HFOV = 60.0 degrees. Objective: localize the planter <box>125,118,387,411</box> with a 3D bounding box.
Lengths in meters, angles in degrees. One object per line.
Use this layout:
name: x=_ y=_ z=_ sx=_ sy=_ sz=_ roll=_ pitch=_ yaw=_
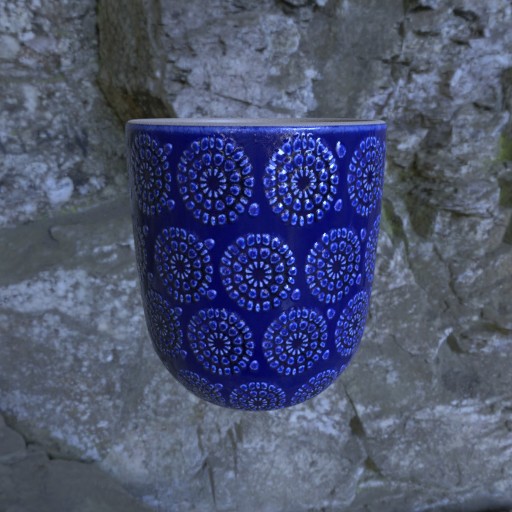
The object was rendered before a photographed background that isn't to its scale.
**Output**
planter: x=0.000 y=0.000 z=0.350 sx=0.184 sy=0.206 sz=0.184 roll=0 pitch=18 yaw=0
